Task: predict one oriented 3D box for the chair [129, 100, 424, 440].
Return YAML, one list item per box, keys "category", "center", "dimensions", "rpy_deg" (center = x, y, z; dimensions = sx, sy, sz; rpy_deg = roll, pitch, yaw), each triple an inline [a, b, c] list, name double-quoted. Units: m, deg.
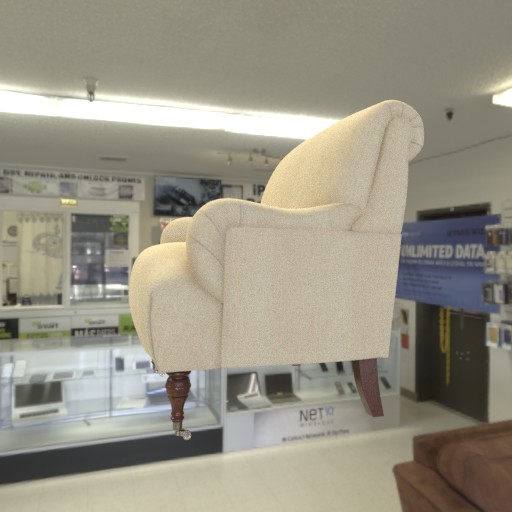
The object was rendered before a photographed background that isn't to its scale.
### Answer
- category: "chair"
  center: [0.000, 0.000, 1.527]
  dimensions: [0.842, 0.944, 0.766]
  rpy_deg: [0, 1, -18]
